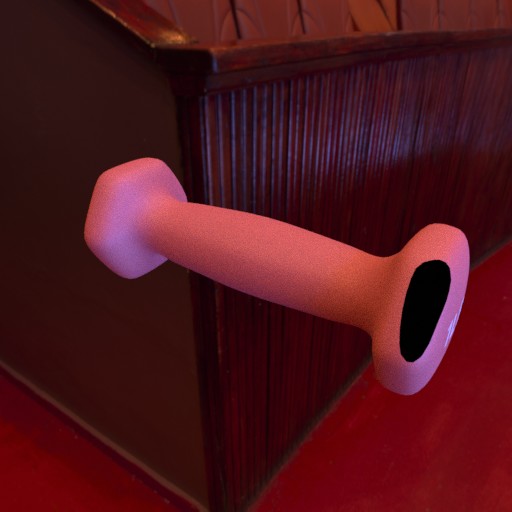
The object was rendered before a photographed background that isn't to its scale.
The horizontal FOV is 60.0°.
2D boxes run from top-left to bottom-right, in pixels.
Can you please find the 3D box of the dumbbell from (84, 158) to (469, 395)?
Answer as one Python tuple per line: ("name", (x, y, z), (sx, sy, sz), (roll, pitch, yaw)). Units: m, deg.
("dumbbell", (0.000, 0.000, 0.144), (0.123, 0.043, 0.047), (18, 34, 29))
